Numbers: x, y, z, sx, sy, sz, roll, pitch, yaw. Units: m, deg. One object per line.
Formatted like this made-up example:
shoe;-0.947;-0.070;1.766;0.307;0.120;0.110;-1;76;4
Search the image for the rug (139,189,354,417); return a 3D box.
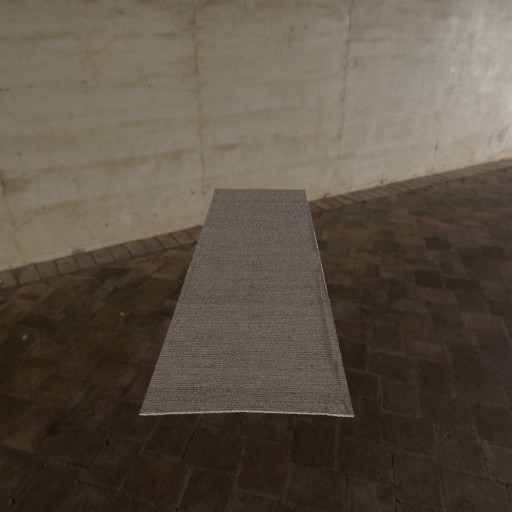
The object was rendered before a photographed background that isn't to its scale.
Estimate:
rug;0.000;0.000;2.577;0.741;0.014;2.390;1;27;1
